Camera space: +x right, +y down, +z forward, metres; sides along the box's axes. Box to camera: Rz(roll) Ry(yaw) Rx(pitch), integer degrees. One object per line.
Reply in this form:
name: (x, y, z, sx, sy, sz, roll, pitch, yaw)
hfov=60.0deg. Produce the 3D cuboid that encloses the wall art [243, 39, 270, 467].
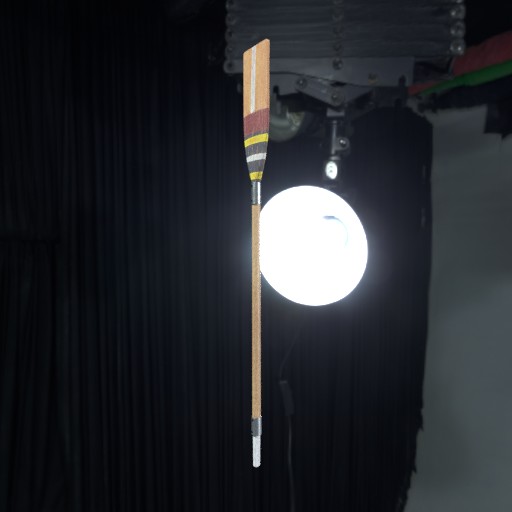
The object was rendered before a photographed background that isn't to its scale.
wall art: (0.000, 0.000, 1.645, 0.038, 1.556, 0.146, 0, 0, -38)
